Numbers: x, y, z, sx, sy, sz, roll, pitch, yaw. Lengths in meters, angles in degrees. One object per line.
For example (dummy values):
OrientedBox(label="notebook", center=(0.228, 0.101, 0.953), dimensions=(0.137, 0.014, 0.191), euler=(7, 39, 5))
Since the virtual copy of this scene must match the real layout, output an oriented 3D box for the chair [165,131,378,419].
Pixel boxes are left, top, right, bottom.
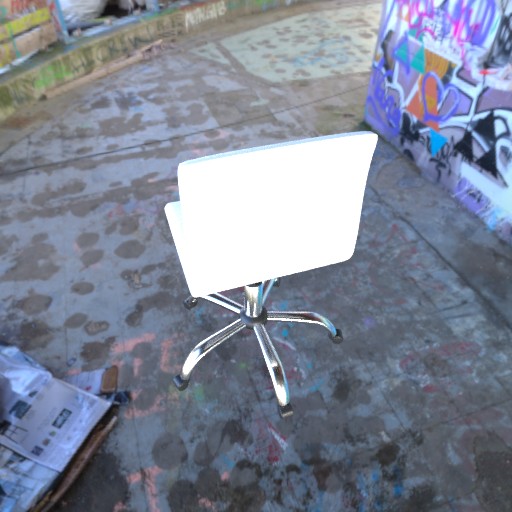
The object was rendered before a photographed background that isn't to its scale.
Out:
OrientedBox(label="chair", center=(0.000, 0.000, 1.164), dimensions=(0.556, 0.780, 0.530), euler=(-13, 43, -14))
